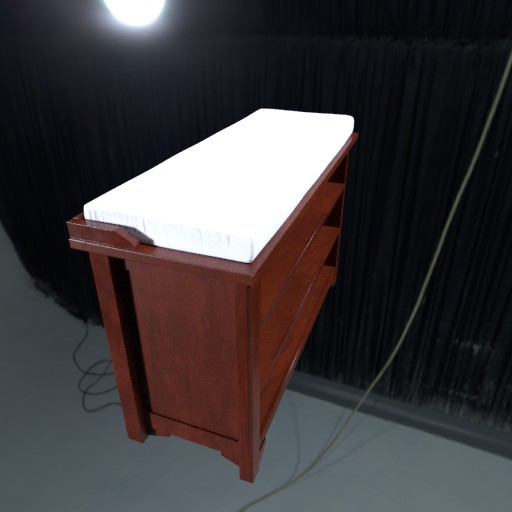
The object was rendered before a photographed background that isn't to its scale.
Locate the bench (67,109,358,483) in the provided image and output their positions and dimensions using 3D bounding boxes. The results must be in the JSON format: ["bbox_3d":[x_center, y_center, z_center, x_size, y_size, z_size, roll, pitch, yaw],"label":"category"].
[{"bbox_3d":[0.000,0.000,1.297,0.369,0.646,0.987,11,31,18],"label":"bench"}]
